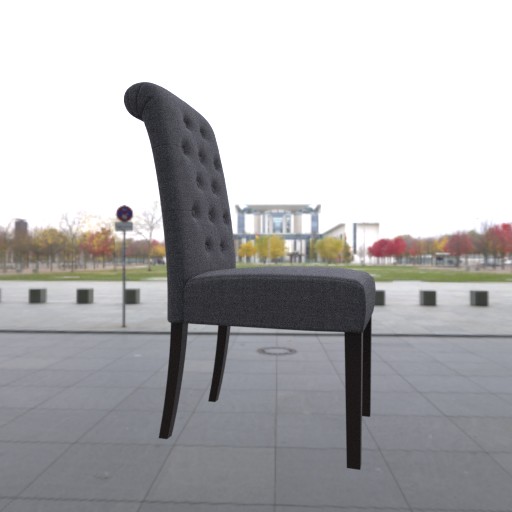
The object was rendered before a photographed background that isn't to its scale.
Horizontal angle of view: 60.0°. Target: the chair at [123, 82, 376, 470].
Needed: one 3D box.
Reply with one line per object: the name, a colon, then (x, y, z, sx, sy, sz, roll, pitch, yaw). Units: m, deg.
chair: (0.000, 0.000, 1.329, 0.671, 1.006, 0.456, 0, -1, 18)
